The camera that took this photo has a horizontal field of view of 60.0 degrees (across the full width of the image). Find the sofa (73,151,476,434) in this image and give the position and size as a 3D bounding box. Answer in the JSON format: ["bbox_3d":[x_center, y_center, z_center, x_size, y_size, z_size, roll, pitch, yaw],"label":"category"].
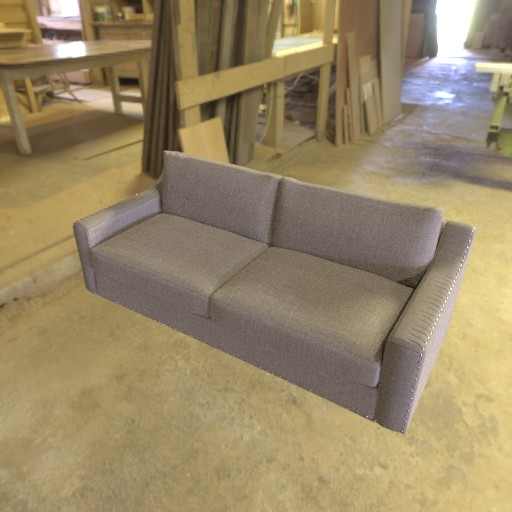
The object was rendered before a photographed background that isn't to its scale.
[{"bbox_3d":[0.000,0.000,2.689,2.208,0.857,1.000,18,34,28],"label":"sofa"}]
